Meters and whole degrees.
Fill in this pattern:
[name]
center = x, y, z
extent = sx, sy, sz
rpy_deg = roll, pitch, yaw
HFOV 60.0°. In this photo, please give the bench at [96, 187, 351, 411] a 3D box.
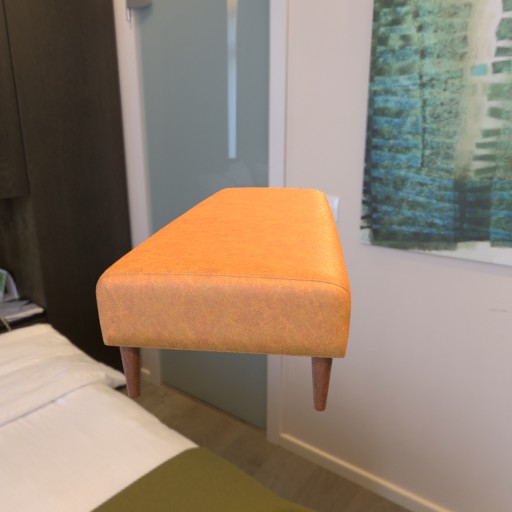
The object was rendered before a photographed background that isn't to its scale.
[bench]
center = 0.000, 0.000, 1.853
extent = 0.653, 0.399, 1.610
rpy_deg = 2, 16, 6
